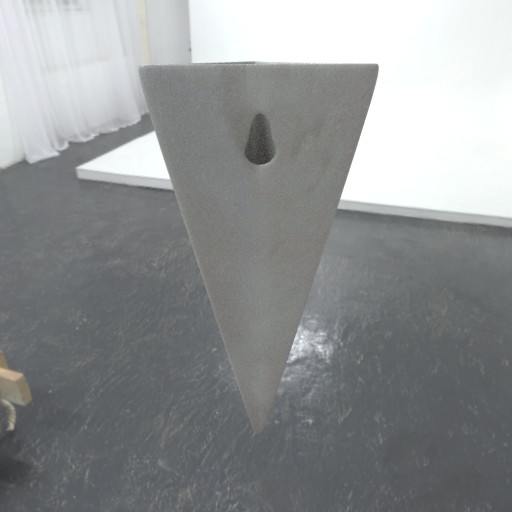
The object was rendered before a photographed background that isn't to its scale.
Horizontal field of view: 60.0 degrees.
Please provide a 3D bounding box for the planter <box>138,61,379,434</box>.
[{"bbox_3d":[0.000,0.000,0.157,0.058,0.130,0.047,-1,29,-2],"label":"planter"}]
